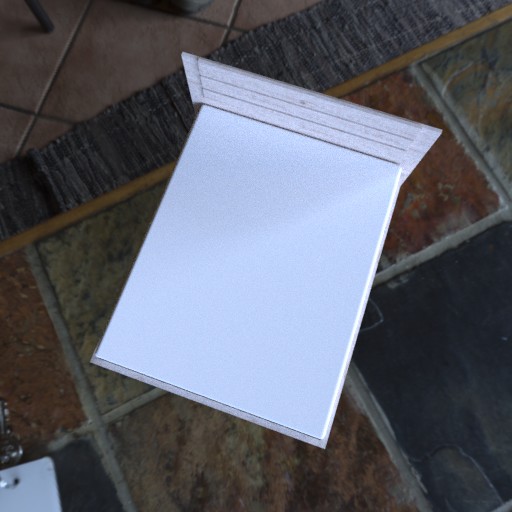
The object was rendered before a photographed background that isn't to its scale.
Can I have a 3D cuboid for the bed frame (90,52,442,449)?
[{"bbox_3d":[0.000,0.000,3.055,1.750,0.970,2.080,19,76,5],"label":"bed frame"}]
